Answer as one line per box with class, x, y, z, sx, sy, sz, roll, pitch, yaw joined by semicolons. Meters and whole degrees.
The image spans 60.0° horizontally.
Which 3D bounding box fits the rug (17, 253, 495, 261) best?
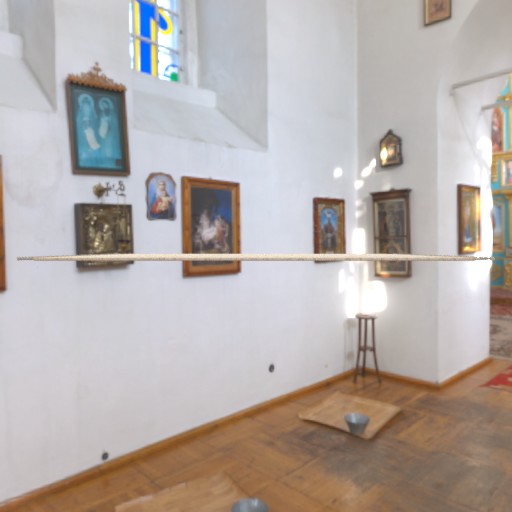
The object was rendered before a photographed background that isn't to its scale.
rug;0.000;0.000;2.247;1.771;0.015;1.223;0;1;0
